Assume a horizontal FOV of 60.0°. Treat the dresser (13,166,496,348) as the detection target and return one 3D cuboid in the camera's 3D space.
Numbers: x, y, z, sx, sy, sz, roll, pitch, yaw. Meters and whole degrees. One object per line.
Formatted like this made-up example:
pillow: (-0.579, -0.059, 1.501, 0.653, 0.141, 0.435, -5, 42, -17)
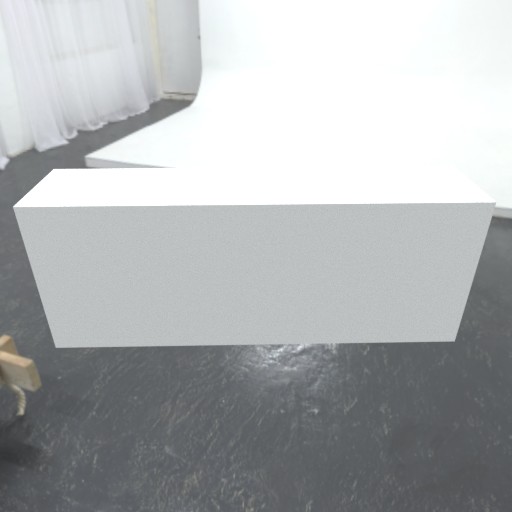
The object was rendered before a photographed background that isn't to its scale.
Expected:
dresser: (0.000, 0.000, 2.445, 2.200, 0.840, 0.500, -1, 31, -1)
